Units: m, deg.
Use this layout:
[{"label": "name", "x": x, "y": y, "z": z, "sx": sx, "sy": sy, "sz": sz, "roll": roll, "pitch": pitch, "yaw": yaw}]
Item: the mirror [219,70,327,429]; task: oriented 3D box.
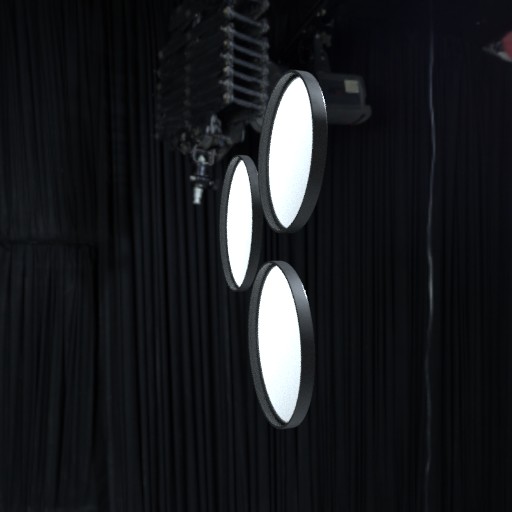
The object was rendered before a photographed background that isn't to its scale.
[{"label": "mirror", "x": 0.000, "y": 0.000, "z": 3.190, "sx": 0.076, "sy": 2.096, "sz": 2.160, "roll": 0, "pitch": 0, "yaw": -17}]
